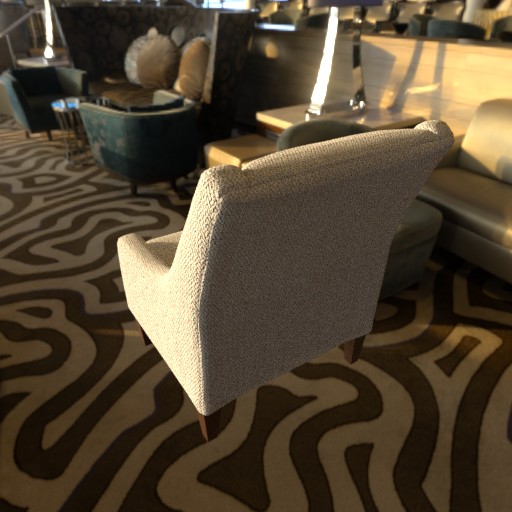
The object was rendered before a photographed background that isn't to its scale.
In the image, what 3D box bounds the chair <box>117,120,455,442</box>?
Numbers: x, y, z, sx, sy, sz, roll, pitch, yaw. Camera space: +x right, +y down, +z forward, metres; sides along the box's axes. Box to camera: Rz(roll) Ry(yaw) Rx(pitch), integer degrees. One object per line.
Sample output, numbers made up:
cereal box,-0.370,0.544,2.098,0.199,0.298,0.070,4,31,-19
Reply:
chair,0.000,0.000,1.583,0.774,1.014,0.870,-19,36,-28
